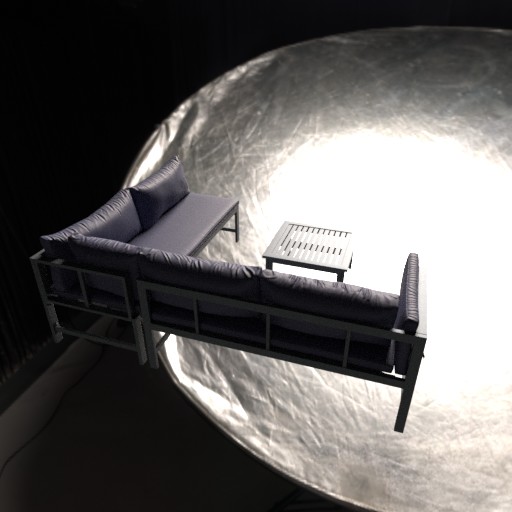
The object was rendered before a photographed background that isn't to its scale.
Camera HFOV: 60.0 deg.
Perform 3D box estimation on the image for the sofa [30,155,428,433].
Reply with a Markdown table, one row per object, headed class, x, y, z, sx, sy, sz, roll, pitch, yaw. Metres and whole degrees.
| class | x | y | z | sx | sy | sz | roll | pitch | yaw |
| --- | --- | --- | --- | --- | --- | --- | --- | --- | --- |
| sofa | 0.000 | 0.000 | 3.017 | 2.149 | 0.762 | 1.658 | 10 | 32 | 16 |
